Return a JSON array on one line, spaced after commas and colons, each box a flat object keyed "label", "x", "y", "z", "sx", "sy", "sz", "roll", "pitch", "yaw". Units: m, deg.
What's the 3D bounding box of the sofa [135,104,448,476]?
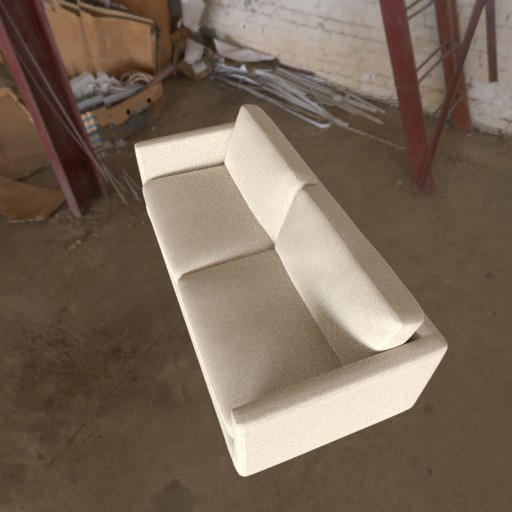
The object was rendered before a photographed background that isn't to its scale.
[{"label": "sofa", "x": 0.000, "y": 0.000, "z": 2.498, "sx": 0.965, "sy": 0.889, "sz": 1.981, "roll": -16, "pitch": 49, "yaw": -14}]
